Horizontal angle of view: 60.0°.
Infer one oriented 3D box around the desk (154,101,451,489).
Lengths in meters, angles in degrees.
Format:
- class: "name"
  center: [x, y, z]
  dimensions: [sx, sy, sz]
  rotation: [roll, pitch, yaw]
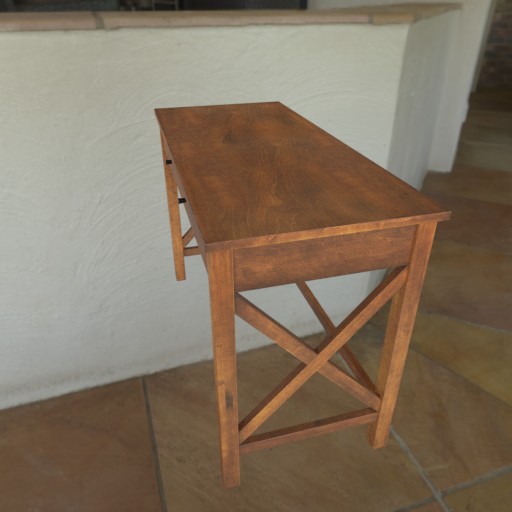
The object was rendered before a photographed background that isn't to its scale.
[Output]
- class: "desk"
  center: [0.000, 0.000, 1.493]
  dimensions: [0.508, 0.762, 1.117]
  rotation: [-8, 31, -13]
